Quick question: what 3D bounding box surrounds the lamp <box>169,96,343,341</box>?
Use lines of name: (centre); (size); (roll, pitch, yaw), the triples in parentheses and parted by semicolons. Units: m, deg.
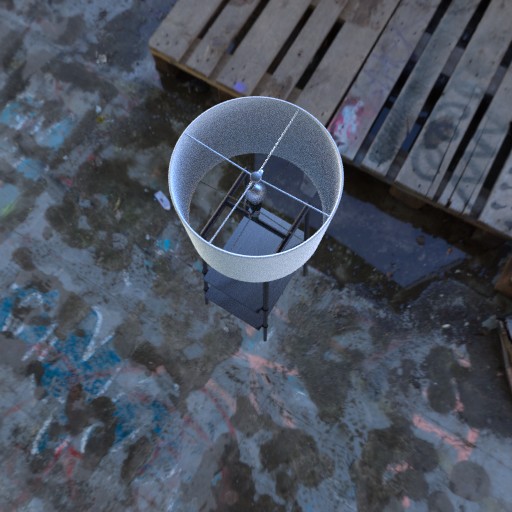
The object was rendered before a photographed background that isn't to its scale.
lamp: (0.000, 0.000, 1.666); (0.384, 1.474, 0.427); (31, 78, 7)
